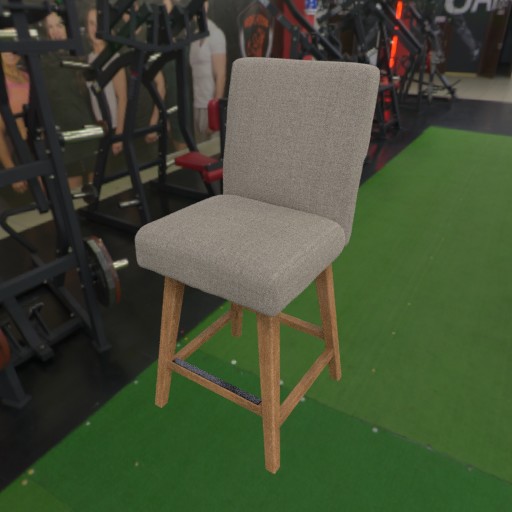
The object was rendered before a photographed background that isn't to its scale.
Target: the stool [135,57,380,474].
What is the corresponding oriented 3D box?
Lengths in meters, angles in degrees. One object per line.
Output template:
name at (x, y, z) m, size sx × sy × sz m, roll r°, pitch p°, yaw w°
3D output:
stool at (0.000, 0.000, 1.282) m, size 0.459 × 1.010 × 0.526 m, roll 17°, pitch 33°, yaw 29°
